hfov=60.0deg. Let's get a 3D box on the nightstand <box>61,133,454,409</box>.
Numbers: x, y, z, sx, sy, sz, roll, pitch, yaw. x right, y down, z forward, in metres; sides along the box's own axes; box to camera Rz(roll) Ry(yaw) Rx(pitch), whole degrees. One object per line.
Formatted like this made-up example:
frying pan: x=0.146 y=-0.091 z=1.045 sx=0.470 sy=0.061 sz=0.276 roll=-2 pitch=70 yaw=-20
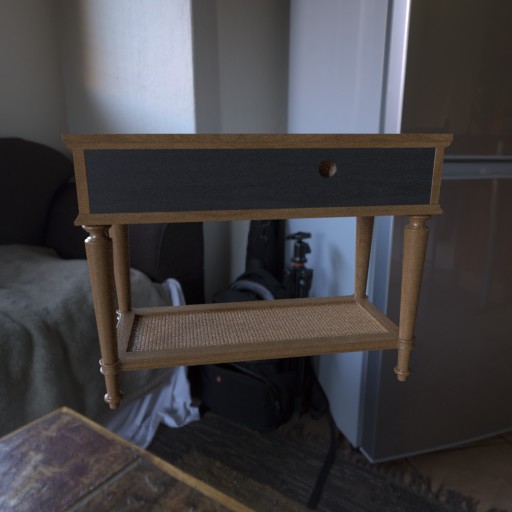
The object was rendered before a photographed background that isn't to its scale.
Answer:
nightstand: x=0.000 y=0.000 z=1.316 sx=0.914 sy=0.700 sz=0.432 roll=-3 pitch=16 yaw=-9
